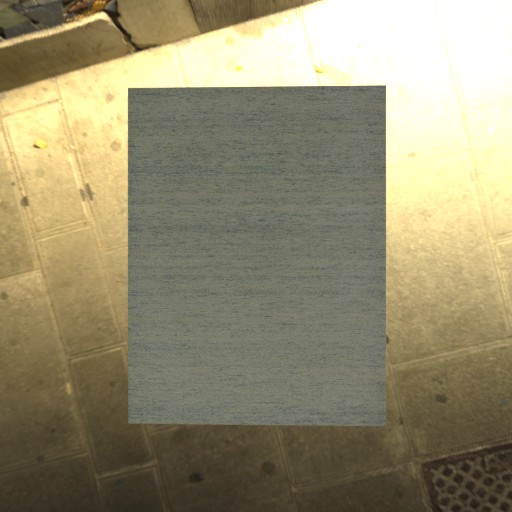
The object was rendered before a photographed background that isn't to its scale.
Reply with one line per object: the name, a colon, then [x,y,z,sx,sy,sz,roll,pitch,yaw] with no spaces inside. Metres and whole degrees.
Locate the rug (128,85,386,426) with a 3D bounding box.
rug: [0.000,0.000,4.188,2.438,0.006,3.197,0,90,2]
